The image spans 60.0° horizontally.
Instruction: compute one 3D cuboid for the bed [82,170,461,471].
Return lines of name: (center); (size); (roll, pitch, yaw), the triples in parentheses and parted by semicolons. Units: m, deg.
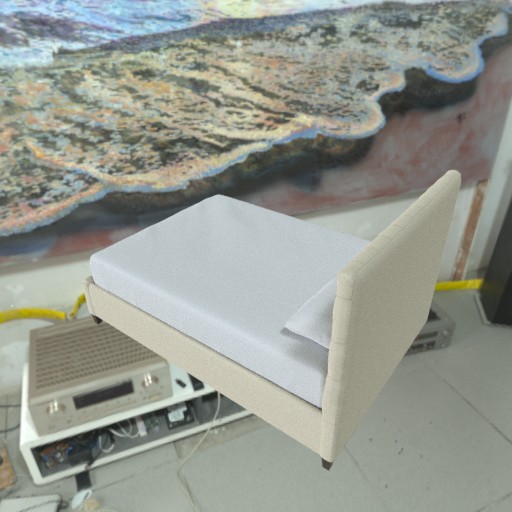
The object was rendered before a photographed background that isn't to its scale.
bed: (0.000, 0.000, 3.488); (2.387, 1.427, 1.698); (21, 37, 31)
